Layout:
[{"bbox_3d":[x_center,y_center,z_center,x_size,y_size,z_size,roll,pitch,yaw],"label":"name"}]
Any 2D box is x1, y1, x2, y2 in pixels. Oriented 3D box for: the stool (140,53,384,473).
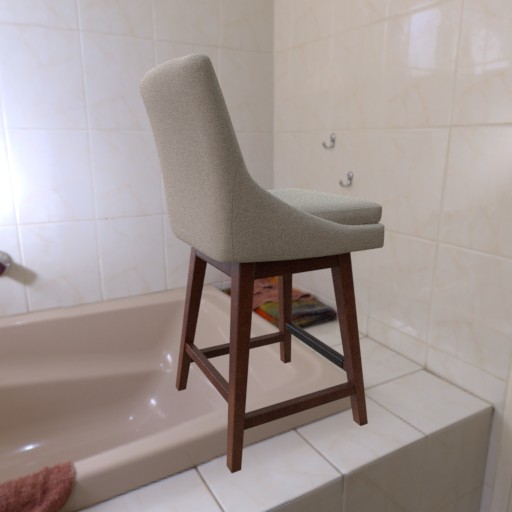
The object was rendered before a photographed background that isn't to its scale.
[{"bbox_3d":[0.000,0.000,1.287,0.559,0.991,0.469,-7,16,-27],"label":"stool"}]
